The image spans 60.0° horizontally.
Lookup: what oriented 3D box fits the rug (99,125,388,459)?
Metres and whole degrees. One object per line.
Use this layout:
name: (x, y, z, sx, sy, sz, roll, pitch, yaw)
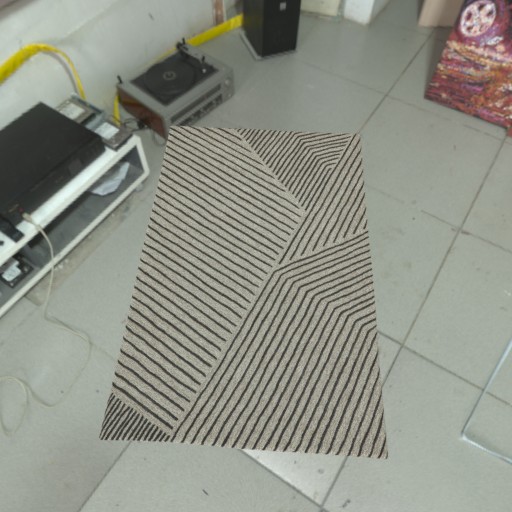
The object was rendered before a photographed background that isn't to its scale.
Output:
rug: (0.000, 0.000, 2.968, 1.539, 0.023, 2.406, 3, 59, 2)
